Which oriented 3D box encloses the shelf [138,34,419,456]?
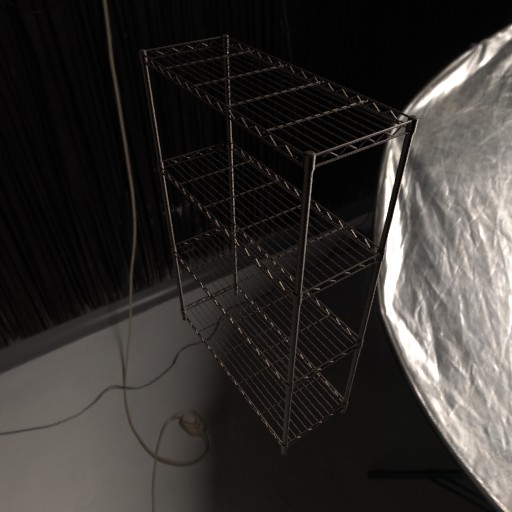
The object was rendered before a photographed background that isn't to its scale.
[{"bbox_3d":[0.000,0.000,1.729,0.352,1.361,0.907,-24,46,-25],"label":"shelf"}]
